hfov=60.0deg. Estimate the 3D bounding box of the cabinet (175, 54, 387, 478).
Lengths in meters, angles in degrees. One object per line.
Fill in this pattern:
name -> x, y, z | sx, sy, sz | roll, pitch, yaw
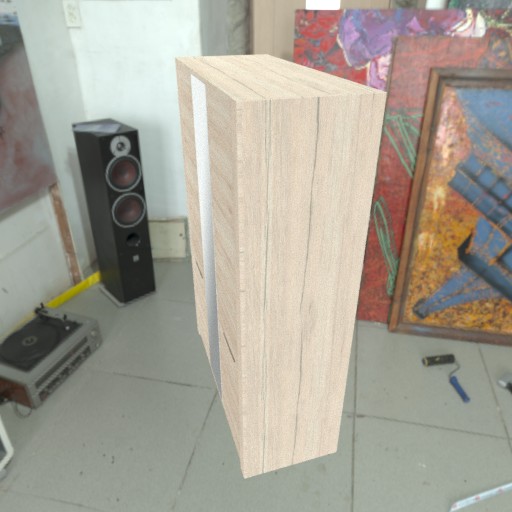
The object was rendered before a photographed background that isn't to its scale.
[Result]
cabinet -> 0.000, 0.000, 2.662 | 0.580, 2.070, 1.400 | -9, 31, -15
